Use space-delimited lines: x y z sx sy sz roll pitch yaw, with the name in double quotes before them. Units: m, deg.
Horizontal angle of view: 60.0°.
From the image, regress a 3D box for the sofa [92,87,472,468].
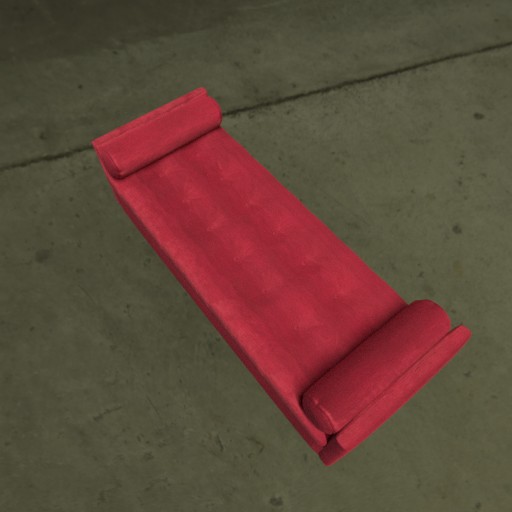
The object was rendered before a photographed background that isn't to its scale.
"sofa" 0.000 0.000 2.472 0.796 0.705 2.102 -34 65 -19
